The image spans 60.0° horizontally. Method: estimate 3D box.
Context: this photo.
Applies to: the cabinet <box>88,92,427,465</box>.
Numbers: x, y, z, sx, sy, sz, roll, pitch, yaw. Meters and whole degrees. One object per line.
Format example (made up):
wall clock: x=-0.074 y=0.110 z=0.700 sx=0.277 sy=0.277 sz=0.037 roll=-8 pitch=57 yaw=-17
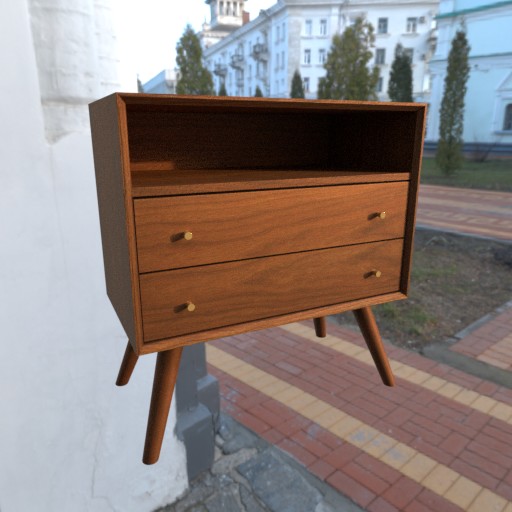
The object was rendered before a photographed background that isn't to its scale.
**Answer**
cabinet: x=0.000 y=0.000 z=1.150 sx=0.712 sy=0.748 sz=0.388 roll=-8 pitch=18 yaw=-25
